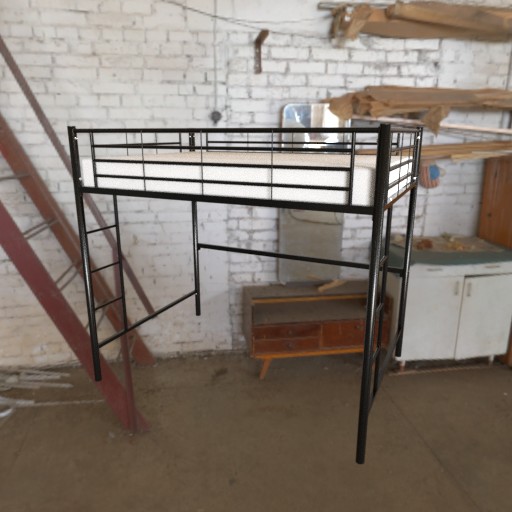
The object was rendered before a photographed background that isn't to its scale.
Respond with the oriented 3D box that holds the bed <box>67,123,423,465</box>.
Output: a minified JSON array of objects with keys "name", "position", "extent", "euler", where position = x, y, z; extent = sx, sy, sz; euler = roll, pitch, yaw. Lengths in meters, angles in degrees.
[{"name":"bed","position":[0.000,0.000,3.213],"extent":[1.994,1.803,1.397],"euler":[7,17,25]}]
